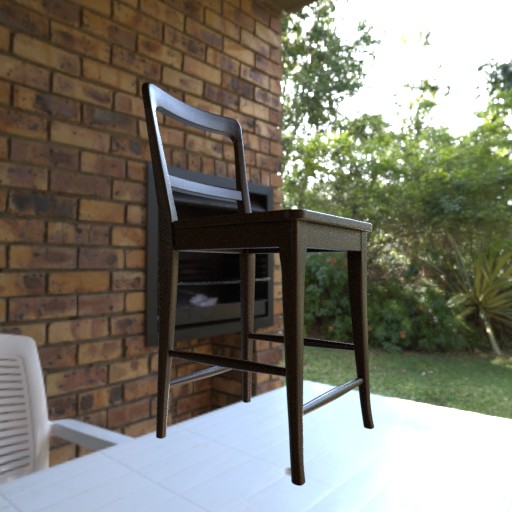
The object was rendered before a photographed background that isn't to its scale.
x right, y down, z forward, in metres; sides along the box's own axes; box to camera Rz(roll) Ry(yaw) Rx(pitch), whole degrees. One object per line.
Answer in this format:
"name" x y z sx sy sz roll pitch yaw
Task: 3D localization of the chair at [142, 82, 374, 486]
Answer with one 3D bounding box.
"chair" 0.000 0.000 1.273 0.546 0.991 0.450 -1 -2 36
